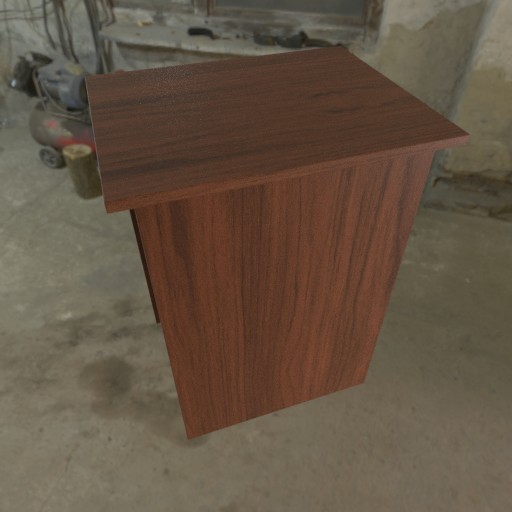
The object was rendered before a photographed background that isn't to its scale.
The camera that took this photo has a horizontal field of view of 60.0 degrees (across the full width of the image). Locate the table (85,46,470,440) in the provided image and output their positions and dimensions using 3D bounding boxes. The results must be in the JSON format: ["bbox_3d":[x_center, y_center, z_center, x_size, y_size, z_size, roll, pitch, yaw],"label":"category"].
[{"bbox_3d":[0.000,0.000,0.888,0.480,0.636,0.381,-13,44,-14],"label":"table"}]
